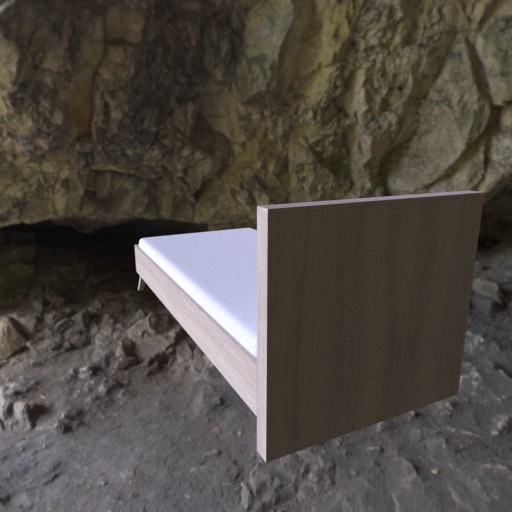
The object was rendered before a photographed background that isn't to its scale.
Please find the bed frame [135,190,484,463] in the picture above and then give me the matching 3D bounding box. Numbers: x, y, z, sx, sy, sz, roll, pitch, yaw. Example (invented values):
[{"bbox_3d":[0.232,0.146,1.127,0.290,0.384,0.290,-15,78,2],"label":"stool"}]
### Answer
[{"bbox_3d":[0.000,0.000,2.617,0.990,0.920,2.140,-7,16,-26],"label":"bed frame"}]
